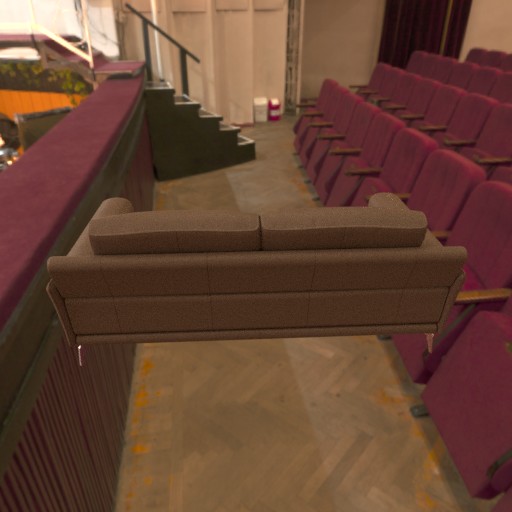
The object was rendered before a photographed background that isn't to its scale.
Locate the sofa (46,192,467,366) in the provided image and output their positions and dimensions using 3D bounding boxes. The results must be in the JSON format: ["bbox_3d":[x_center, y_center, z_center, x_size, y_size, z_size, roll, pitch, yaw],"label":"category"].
[{"bbox_3d":[0.000,0.000,2.670,2.101,0.930,1.049,-1,29,-3],"label":"sofa"}]
